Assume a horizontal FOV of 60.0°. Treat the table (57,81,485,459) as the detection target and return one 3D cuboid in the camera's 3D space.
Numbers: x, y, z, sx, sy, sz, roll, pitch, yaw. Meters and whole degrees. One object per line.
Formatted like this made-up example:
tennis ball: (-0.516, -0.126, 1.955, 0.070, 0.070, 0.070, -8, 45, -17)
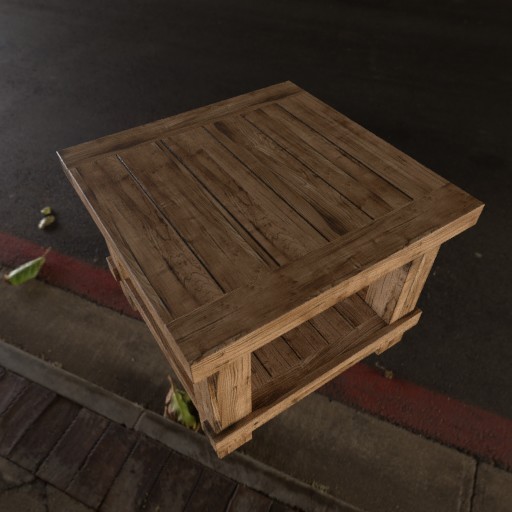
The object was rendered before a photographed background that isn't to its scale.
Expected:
table: (0.000, 0.000, 1.041, 0.610, 0.457, 0.610, -25, 51, -22)
